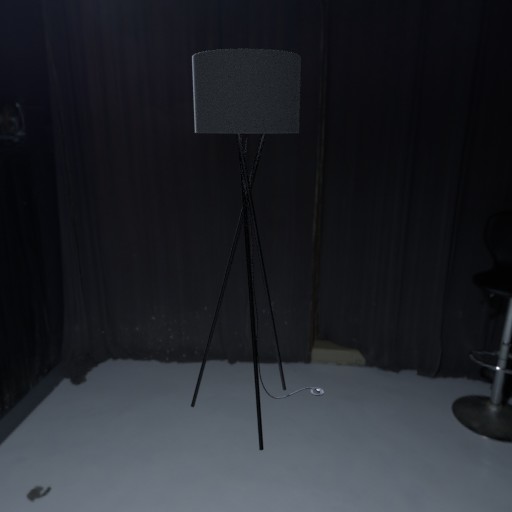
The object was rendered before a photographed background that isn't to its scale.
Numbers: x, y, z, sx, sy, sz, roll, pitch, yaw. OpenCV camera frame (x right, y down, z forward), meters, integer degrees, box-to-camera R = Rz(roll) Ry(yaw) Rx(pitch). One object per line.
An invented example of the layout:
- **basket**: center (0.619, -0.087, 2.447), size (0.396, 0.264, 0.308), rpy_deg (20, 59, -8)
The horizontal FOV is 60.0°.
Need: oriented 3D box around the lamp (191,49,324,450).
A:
- **lamp**: center (0.000, 0.000, 1.961), size (0.667, 1.624, 0.522), rpy_deg (2, 16, 7)
